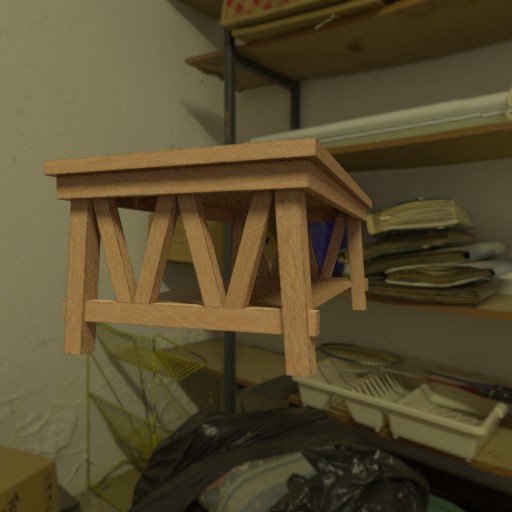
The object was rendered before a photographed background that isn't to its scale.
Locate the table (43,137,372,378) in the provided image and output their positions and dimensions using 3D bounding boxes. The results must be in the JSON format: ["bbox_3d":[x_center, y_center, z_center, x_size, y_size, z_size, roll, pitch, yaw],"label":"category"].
[{"bbox_3d":[0.000,0.000,1.625,0.711,0.507,1.270,0,1,20],"label":"table"}]
